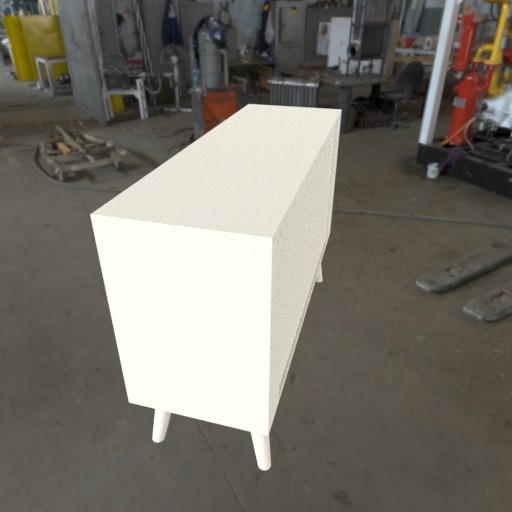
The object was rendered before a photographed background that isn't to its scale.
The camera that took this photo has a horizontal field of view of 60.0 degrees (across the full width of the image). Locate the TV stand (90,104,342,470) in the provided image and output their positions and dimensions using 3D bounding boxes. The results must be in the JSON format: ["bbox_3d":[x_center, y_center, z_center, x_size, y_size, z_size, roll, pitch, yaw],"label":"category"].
[{"bbox_3d":[0.000,0.000,1.608,0.406,0.812,1.193,8,31,14],"label":"TV stand"}]
